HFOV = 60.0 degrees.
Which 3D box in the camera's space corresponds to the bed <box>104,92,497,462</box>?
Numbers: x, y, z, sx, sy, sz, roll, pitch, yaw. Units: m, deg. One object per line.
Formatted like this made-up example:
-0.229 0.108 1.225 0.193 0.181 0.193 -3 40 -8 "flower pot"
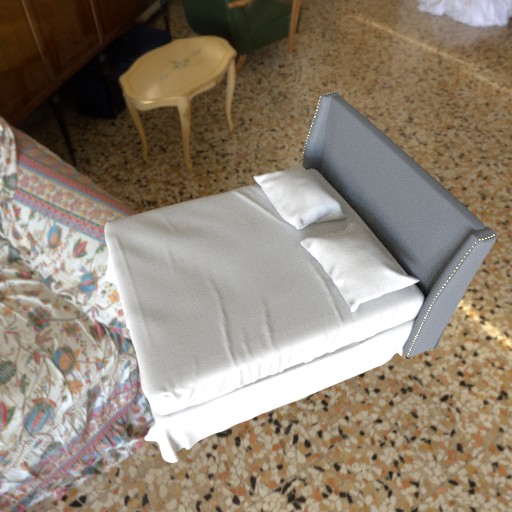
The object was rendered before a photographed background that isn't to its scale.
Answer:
0.000 0.000 3.328 2.276 1.332 1.925 -17 49 -15 "bed"
